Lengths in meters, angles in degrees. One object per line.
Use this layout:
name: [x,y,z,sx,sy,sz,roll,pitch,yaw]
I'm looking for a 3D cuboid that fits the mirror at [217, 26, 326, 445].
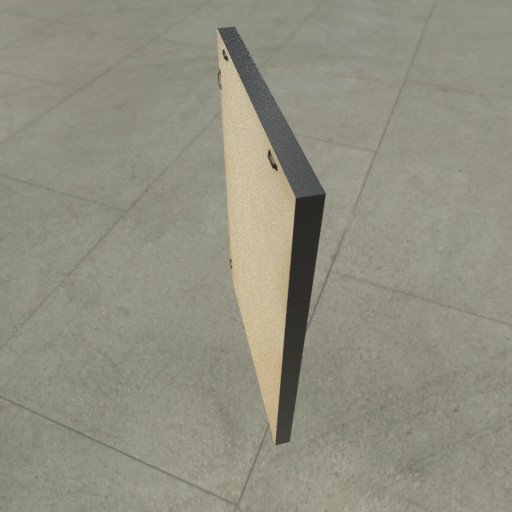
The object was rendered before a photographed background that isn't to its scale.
mirror: [0.000,0.000,0.909,0.040,0.710,0.507,-10,47,-9]
